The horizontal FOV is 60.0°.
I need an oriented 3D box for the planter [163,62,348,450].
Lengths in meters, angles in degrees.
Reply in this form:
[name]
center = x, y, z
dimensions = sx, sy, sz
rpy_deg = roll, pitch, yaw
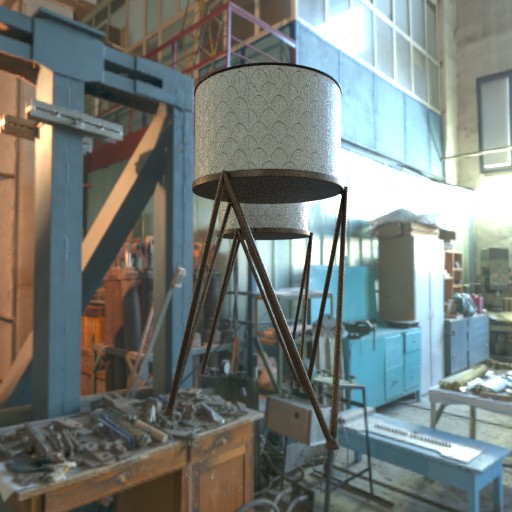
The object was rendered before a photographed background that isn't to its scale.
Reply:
[planter]
center = 0.000, 0.000, 1.176
dimensions = 0.413, 0.712, 0.769
rpy_deg = 0, -2, -1
